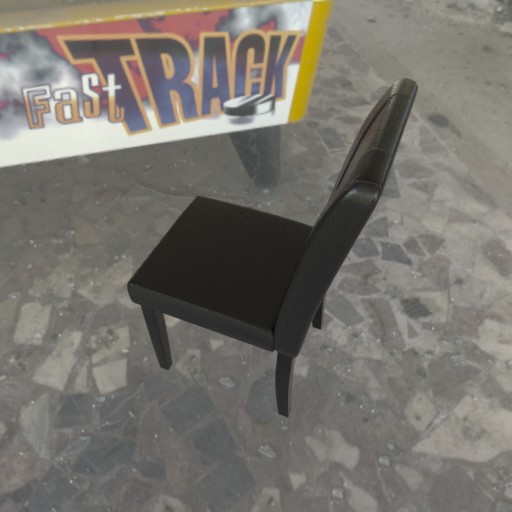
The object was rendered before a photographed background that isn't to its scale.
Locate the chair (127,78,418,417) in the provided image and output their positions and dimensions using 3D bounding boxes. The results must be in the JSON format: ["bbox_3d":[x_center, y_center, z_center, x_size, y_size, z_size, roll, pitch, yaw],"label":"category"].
[{"bbox_3d":[0.000,0.000,1.153,0.556,0.897,0.399,17,49,15],"label":"chair"}]
